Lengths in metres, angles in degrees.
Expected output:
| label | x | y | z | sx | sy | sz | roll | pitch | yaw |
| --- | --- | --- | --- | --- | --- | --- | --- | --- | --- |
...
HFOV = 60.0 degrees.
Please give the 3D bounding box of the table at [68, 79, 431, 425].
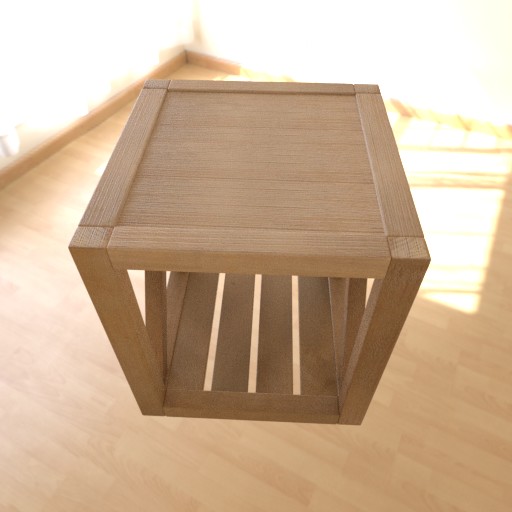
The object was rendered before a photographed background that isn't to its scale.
| label | x | y | z | sx | sy | sz | roll | pitch | yaw |
| --- | --- | --- | --- | --- | --- | --- | --- | --- | --- |
| table | 0.000 | 0.000 | 1.073 | 0.558 | 0.610 | 0.559 | 2 | 47 | 2 |
